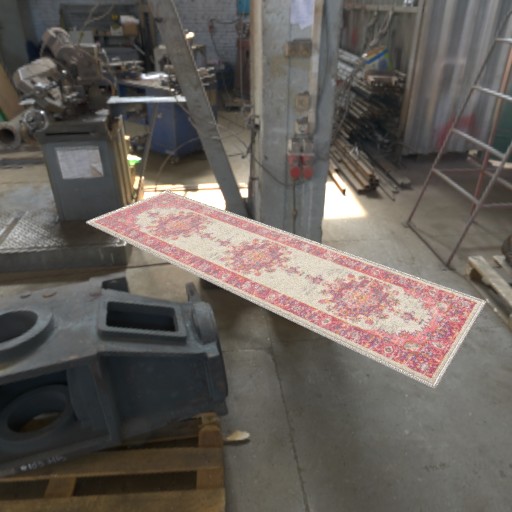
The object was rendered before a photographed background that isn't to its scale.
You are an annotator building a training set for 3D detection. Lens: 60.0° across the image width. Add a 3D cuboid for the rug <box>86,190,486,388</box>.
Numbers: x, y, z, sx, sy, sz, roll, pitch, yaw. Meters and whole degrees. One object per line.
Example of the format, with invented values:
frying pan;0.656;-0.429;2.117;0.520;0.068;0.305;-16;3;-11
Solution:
rug;0.000;0.000;2.003;1.824;0.009;0.562;22;37;33
